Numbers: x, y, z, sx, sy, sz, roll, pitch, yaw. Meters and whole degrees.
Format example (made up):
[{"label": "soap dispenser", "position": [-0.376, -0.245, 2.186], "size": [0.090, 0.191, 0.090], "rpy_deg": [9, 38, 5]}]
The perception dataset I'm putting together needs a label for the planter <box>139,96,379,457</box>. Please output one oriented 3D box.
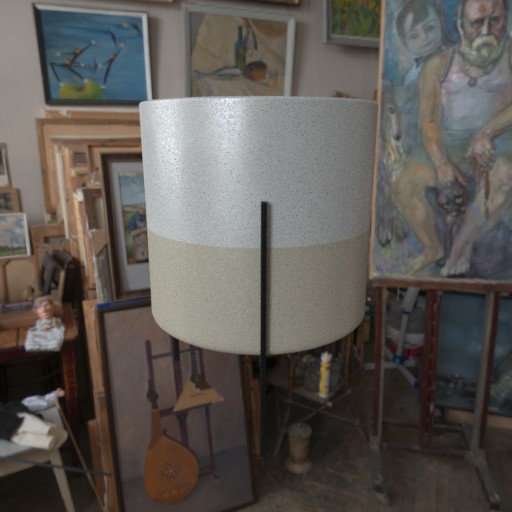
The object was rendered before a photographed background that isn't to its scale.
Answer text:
[{"label": "planter", "position": [0.000, 0.000, 0.745], "size": [0.368, 0.484, 0.359], "rpy_deg": [8, 18, 27]}]
